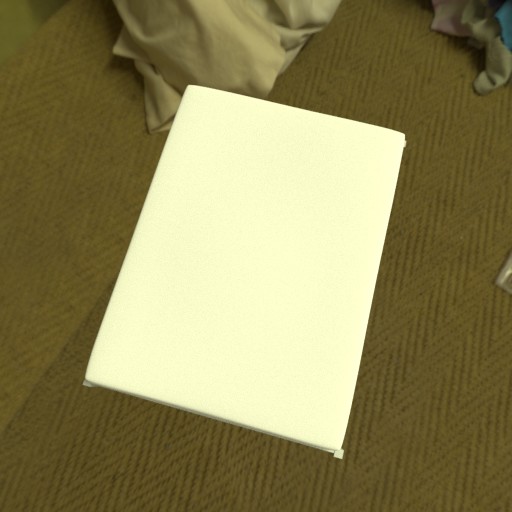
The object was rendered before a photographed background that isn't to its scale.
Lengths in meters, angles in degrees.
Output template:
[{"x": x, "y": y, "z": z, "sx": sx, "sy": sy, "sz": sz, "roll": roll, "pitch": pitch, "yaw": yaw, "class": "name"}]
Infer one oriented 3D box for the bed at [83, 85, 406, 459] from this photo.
[{"x": 0.000, "y": 0.000, "z": 2.873, "sx": 1.604, "sy": 0.510, "sz": 2.108, "roll": 15, "pitch": 76, "yaw": 4, "class": "bed"}]
